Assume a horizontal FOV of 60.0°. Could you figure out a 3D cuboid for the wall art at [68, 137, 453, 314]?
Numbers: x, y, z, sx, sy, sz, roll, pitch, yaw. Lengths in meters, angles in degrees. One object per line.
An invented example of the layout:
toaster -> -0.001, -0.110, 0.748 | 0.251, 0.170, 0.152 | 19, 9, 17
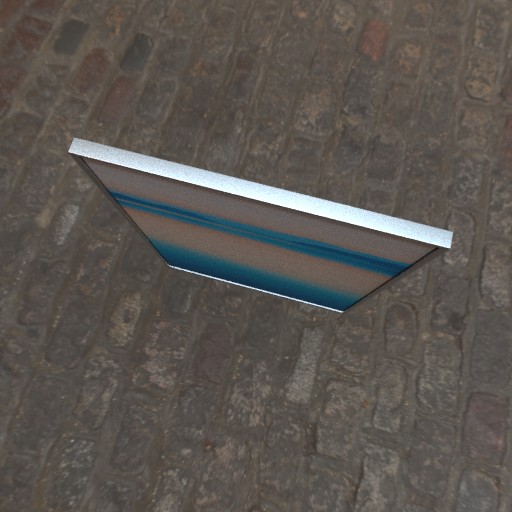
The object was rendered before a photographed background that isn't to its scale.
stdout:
wall art -> 0.000, 0.000, 1.412 | 0.801, 1.062, 0.037 | 15, 76, 4
